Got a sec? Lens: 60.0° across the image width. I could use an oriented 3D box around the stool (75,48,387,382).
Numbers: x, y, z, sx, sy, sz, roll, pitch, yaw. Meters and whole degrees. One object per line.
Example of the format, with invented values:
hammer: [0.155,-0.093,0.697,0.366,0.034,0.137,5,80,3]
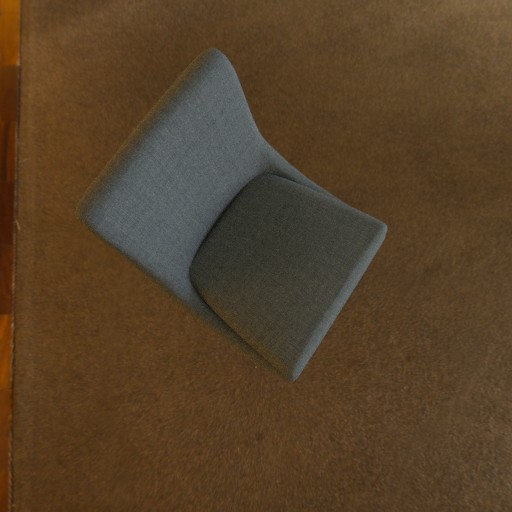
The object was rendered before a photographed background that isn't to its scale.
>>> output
stool: [0.000,0.000,1.201,0.524,0.895,0.467,33,78,8]
